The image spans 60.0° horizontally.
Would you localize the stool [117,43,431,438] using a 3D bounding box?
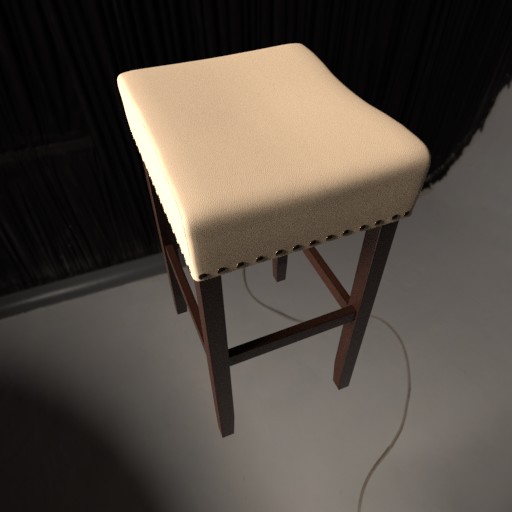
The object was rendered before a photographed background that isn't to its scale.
[{"bbox_3d":[0.000,0.000,1.032,0.401,0.762,0.471,-17,49,-15],"label":"stool"}]
